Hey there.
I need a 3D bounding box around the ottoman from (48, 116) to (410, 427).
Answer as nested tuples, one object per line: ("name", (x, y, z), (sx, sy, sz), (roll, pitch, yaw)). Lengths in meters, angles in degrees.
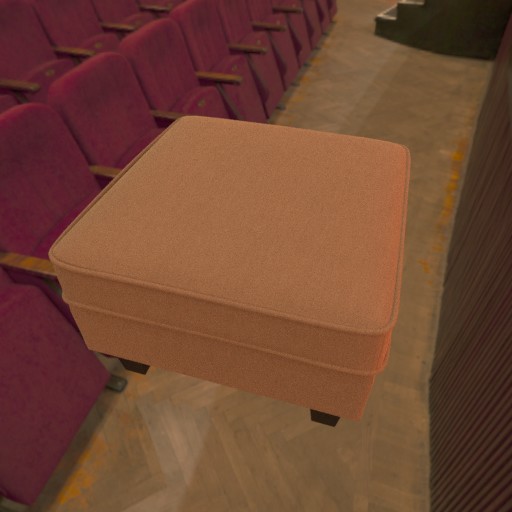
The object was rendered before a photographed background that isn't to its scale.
("ottoman", (0.000, 0.000, 1.030), (0.613, 0.438, 0.616), (11, 43, 12))
